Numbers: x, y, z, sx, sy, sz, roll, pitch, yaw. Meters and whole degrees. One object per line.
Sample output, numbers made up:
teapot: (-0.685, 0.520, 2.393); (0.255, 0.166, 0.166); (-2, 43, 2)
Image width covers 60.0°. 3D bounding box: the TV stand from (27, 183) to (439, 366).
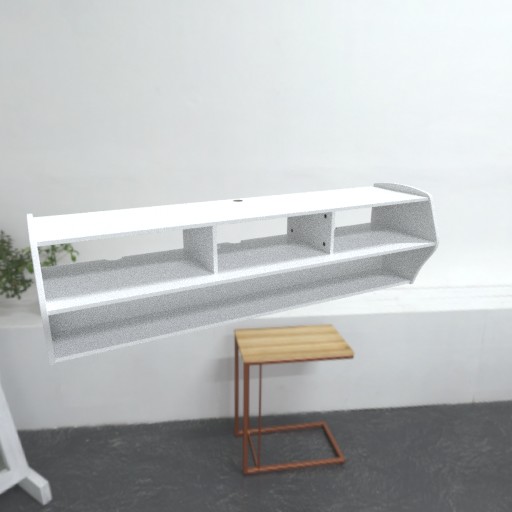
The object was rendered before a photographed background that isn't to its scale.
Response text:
TV stand: (0.000, 0.000, 1.653); (1.473, 0.424, 0.397); (-9, 20, -26)
